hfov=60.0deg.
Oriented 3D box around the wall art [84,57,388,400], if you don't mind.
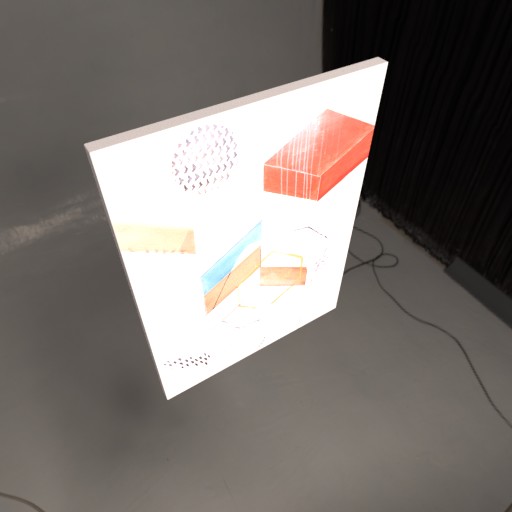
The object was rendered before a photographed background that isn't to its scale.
[{"bbox_3d":[0.000,0.000,1.619,0.914,1.221,0.046,-25,51,-22],"label":"wall art"}]
